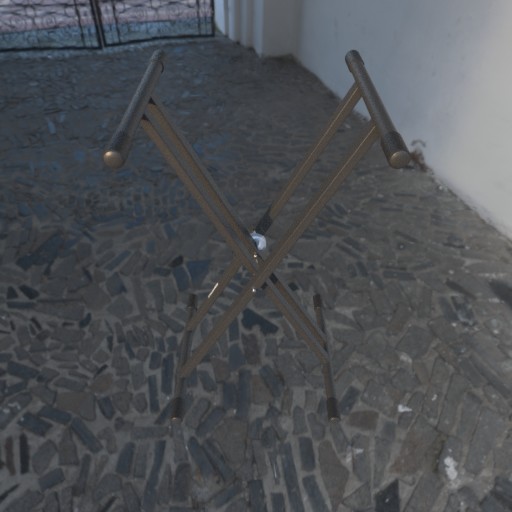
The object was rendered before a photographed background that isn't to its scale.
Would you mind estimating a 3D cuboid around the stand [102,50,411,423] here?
[{"bbox_3d":[0.000,0.000,1.188,0.503,0.900,0.495,0,43,0],"label":"stand"}]
